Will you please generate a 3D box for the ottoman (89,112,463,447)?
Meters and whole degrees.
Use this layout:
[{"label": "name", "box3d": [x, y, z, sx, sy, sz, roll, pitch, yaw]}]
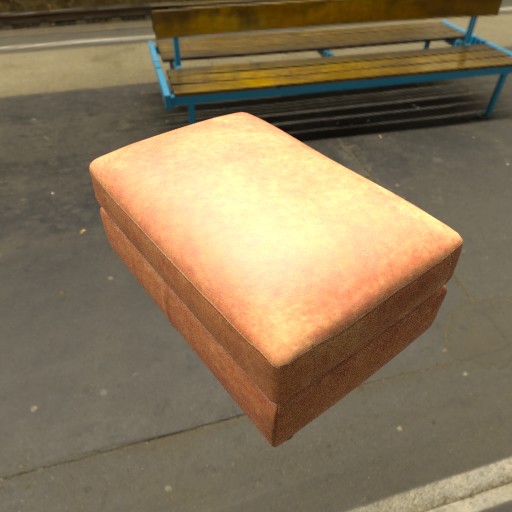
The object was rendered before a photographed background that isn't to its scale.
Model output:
[{"label": "ottoman", "box3d": [0.000, 0.000, 1.203, 0.565, 0.507, 0.852, -27, 49, -27]}]
